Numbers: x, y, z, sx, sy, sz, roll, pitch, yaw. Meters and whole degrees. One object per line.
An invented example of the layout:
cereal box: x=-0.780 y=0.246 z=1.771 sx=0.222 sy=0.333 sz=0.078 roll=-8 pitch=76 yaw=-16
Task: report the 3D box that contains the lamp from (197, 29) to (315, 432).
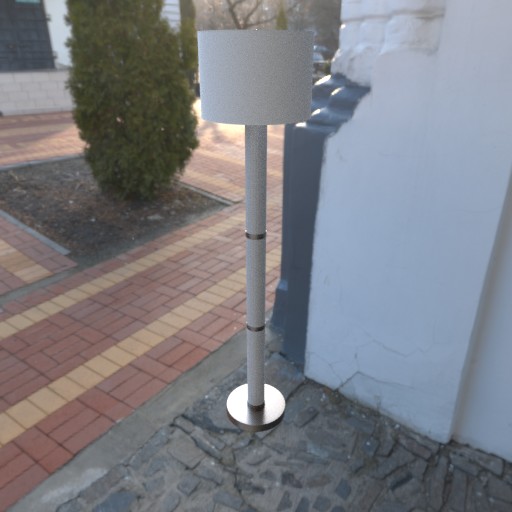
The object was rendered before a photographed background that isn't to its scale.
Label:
lamp: x=0.000 y=0.000 z=1.758 sx=0.377 sy=1.599 sz=0.377 roll=-18 pitch=30 yaw=-33
